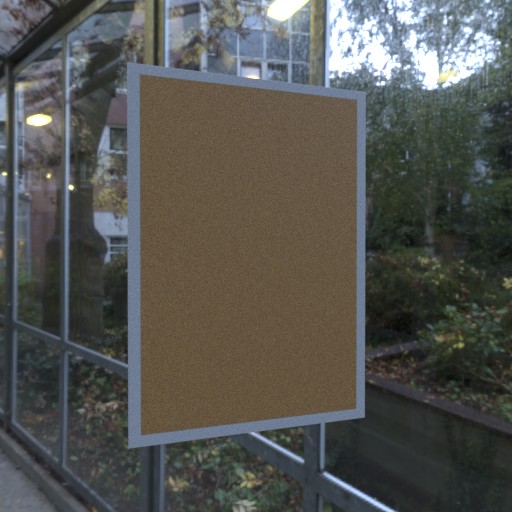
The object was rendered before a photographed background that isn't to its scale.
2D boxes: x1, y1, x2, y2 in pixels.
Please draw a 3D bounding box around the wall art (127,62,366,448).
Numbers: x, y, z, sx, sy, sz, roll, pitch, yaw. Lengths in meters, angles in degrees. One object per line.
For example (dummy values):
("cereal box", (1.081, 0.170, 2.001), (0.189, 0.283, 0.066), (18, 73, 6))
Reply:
("wall art", (0.000, 0.000, 1.185), (0.659, 0.940, 0.013), (0, 1, -18))
